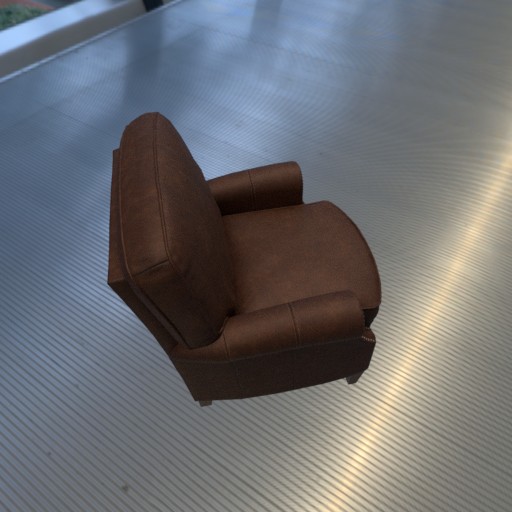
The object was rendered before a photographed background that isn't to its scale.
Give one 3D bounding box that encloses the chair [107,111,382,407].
[{"bbox_3d":[0.000,0.000,1.780,0.986,1.018,0.936,-8,47,-8],"label":"chair"}]
